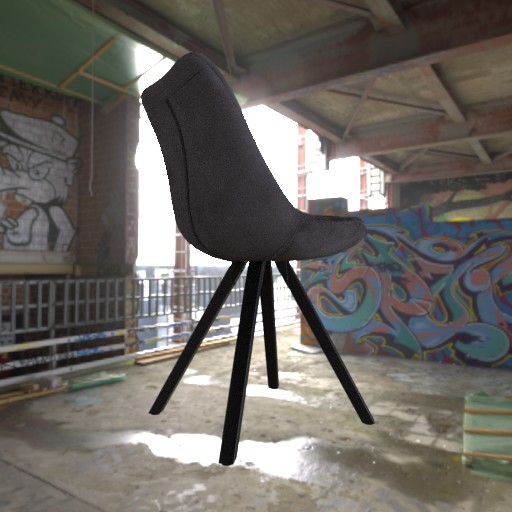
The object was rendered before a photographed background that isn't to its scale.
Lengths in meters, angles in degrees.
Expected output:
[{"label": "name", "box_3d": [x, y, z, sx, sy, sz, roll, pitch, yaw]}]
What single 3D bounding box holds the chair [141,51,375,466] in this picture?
[{"label": "chair", "box_3d": [0.000, 0.000, 1.172, 0.550, 0.850, 0.476, 1, -2, -35]}]
